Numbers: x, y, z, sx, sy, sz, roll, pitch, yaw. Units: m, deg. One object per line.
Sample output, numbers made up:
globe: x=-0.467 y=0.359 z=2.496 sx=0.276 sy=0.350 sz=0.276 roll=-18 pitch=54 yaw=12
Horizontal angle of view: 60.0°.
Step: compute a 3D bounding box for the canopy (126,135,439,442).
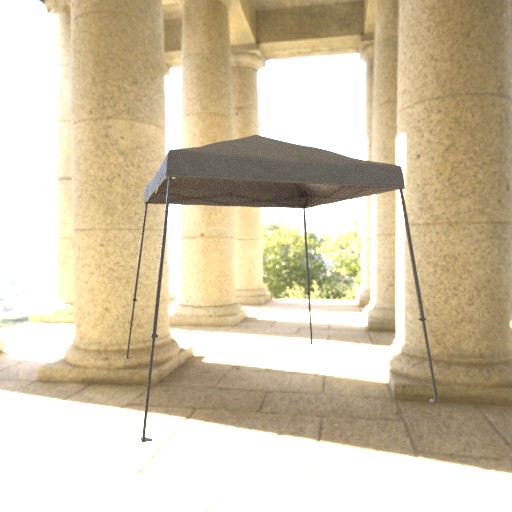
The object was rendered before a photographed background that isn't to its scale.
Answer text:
canopy: x=0.000 y=0.000 z=6.616 sx=3.599 sy=3.600 sz=3.600 roll=0 pitch=1 yaw=-19
